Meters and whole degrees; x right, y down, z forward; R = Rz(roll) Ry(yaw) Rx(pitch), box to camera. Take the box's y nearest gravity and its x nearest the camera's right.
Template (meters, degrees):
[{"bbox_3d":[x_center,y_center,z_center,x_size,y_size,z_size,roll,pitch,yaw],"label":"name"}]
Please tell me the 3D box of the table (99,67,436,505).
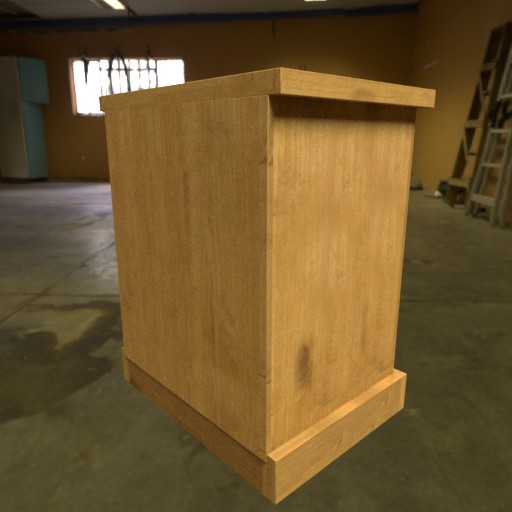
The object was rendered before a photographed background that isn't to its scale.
[{"bbox_3d":[0.000,0.000,1.176,0.500,0.813,0.660,-13,20,-41],"label":"table"}]
